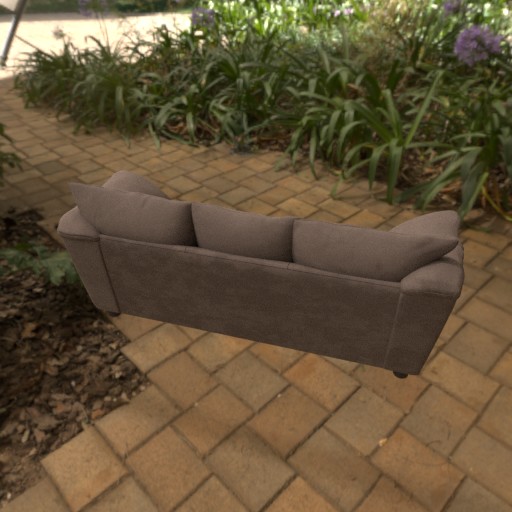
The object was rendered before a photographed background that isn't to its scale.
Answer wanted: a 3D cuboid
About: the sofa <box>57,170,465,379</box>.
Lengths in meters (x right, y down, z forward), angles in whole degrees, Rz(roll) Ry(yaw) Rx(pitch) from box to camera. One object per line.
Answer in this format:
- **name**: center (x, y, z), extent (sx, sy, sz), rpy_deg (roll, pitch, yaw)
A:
- **sofa**: center (0.000, 0.000, 2.835), extent (2.377, 0.981, 0.893), rpy_deg (9, 34, 14)
